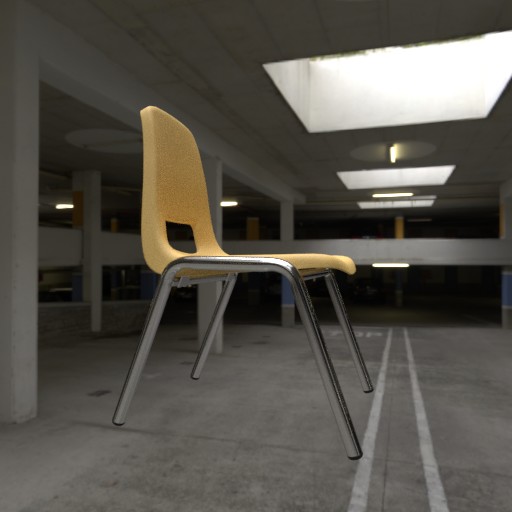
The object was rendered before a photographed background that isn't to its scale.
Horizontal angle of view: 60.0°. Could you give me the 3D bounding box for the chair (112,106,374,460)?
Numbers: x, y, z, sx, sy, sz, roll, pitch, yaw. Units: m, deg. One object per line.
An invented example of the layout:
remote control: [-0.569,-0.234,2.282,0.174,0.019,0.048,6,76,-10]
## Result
chair: [0.000,0.000,0.855,0.423,0.586,0.354,0,-1,17]
